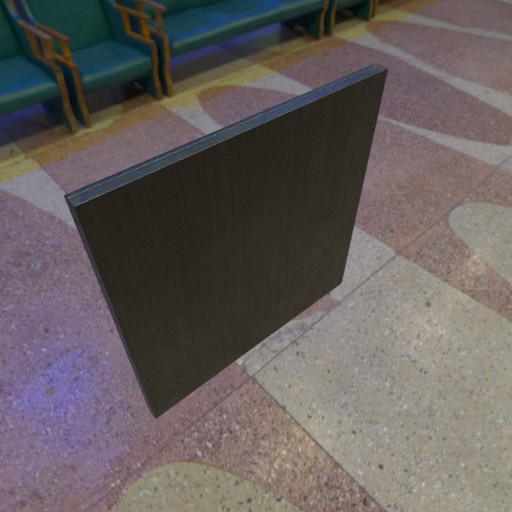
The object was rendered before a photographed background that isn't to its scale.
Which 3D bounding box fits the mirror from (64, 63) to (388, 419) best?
[{"bbox_3d":[0.000,0.000,0.566,0.382,0.381,0.020,-31,54,-27],"label":"mirror"}]
